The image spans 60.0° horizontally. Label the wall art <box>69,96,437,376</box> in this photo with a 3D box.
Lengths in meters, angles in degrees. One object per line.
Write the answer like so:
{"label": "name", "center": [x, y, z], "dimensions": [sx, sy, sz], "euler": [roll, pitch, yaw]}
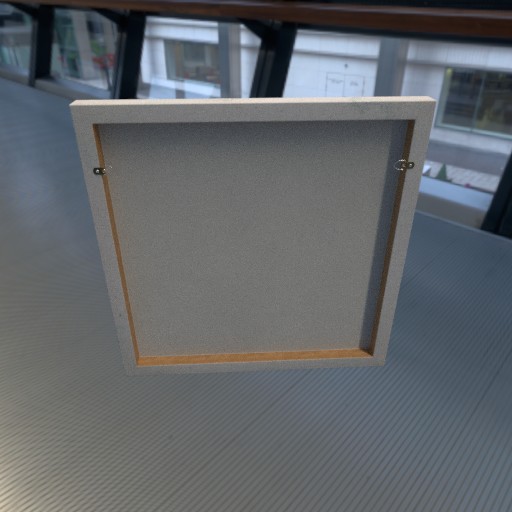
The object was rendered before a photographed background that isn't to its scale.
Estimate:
{"label": "wall art", "center": [0.000, 0.000, 0.905], "dimensions": [0.612, 0.612, 0.040], "euler": [-2, 31, -3]}
